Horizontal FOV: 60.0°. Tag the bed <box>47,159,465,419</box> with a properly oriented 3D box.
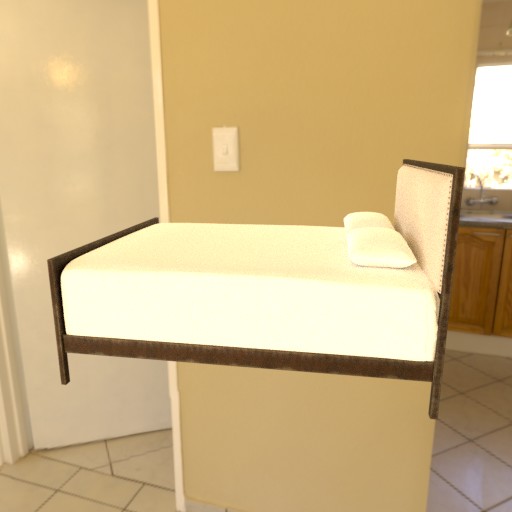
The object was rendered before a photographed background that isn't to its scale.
[{"bbox_3d":[0.000,0.000,3.142,2.221,1.313,1.607,2,14,9],"label":"bed"}]
